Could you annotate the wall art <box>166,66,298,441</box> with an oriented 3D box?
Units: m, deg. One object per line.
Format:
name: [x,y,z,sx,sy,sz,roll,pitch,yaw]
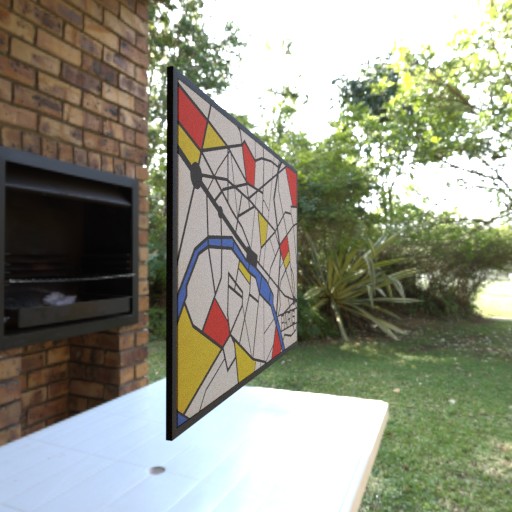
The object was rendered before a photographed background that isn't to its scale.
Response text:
wall art: [0.000,0.000,1.243,0.013,0.665,0.963,0,-1,19]
